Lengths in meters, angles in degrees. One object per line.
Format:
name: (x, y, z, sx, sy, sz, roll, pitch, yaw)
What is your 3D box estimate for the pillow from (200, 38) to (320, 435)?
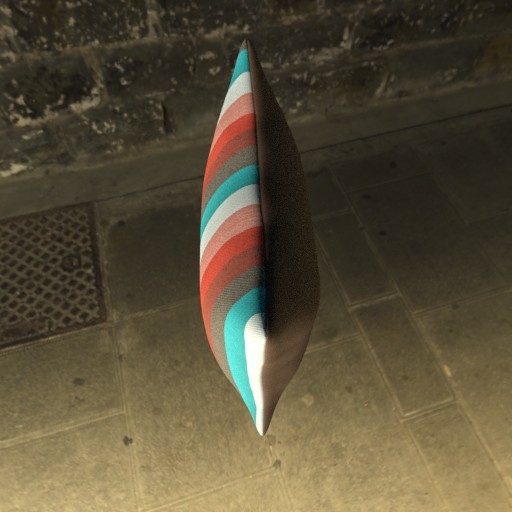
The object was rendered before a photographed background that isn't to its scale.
pillow: (0.000, 0.000, 0.689, 0.168, 0.443, 0.453, -2, 57, -2)
